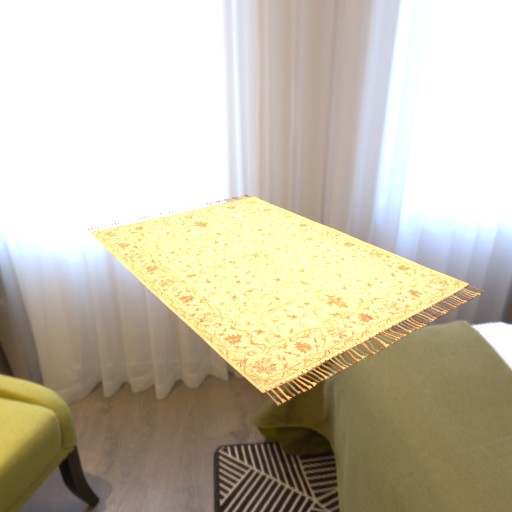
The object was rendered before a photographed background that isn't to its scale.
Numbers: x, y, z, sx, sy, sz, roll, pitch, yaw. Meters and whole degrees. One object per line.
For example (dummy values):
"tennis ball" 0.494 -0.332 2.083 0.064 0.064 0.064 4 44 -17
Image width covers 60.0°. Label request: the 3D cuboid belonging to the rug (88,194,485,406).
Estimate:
"rug" 0.000 0.000 2.356 1.218 0.017 1.861 -17 30 -33
